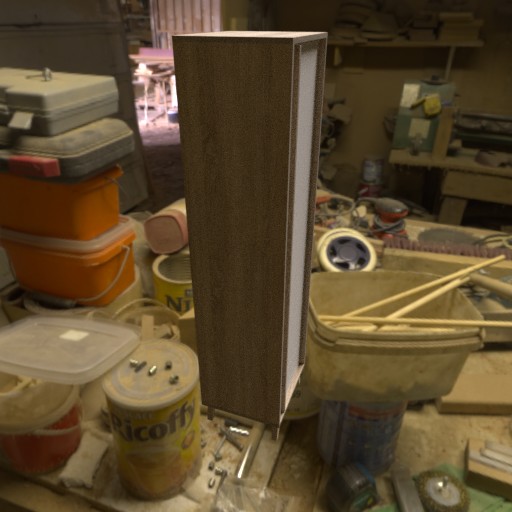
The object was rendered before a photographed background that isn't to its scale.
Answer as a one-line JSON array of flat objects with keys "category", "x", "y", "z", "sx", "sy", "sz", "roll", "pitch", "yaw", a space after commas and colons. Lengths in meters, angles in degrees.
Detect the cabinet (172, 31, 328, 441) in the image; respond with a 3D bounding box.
[{"category": "cabinet", "x": 0.000, "y": 0.000, "z": 2.186, "sx": 0.450, "sy": 1.960, "sz": 0.510, "roll": 10, "pitch": 30, "yaw": 18}]
